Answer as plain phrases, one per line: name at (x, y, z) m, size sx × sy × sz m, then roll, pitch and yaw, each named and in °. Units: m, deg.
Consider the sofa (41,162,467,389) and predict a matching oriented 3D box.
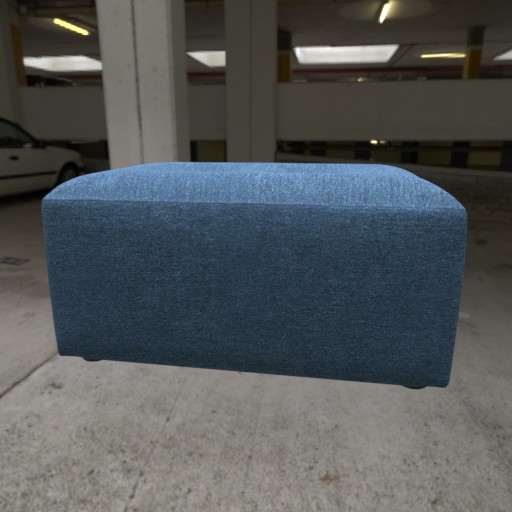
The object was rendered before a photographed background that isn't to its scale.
sofa at (0.000, 0.000, 1.188) m, size 0.930 × 0.470 × 0.480 m, roll 2°, pitch 16°, yaw 9°
